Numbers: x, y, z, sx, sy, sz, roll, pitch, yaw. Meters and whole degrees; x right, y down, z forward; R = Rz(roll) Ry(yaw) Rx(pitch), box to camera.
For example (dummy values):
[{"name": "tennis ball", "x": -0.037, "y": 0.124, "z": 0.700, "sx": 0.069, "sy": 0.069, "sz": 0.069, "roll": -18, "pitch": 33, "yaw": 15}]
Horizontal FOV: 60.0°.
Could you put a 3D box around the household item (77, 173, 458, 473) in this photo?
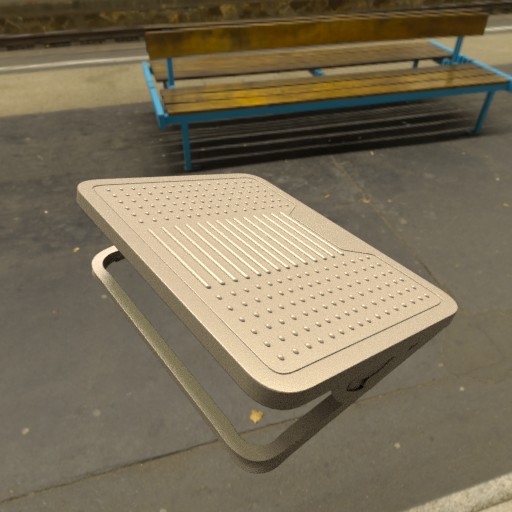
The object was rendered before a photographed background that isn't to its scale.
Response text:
[{"name": "household item", "x": 0.000, "y": 0.000, "z": 0.528, "sx": 0.301, "sy": 0.126, "sz": 0.390, "roll": -27, "pitch": 47, "yaw": -29}]
